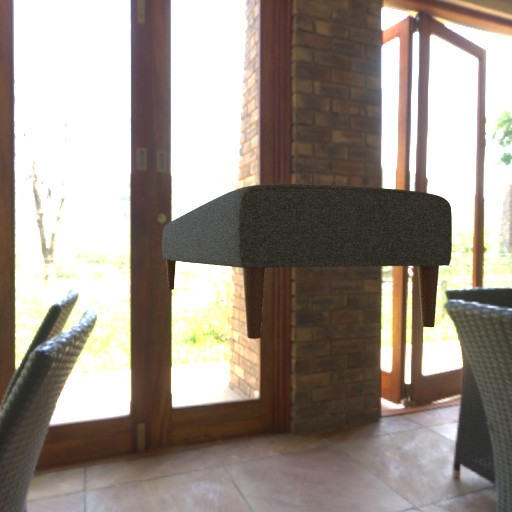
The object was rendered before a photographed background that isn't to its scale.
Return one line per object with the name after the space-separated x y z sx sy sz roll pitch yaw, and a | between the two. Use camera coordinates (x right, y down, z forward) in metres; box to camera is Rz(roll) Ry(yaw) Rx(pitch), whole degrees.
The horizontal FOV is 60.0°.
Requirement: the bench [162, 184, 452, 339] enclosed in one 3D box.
0.000 0.000 1.856 0.631 0.384 1.598 0 0 -18 | bench
